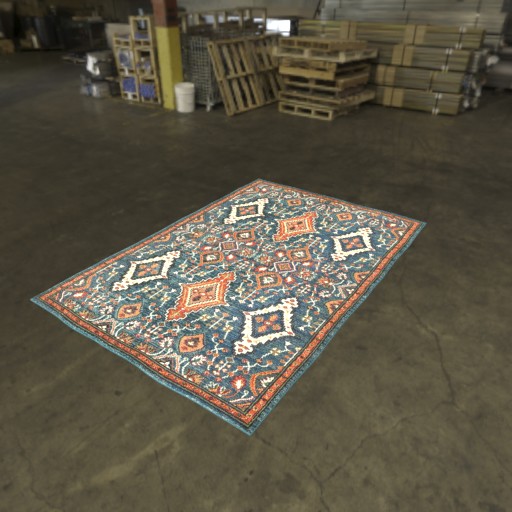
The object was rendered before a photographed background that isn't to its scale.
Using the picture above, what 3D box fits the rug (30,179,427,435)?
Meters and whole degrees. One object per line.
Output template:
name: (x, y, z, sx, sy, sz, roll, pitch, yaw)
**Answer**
rug: (0.000, 0.000, 3.035, 1.622, 0.009, 2.373, 20, 37, 30)
